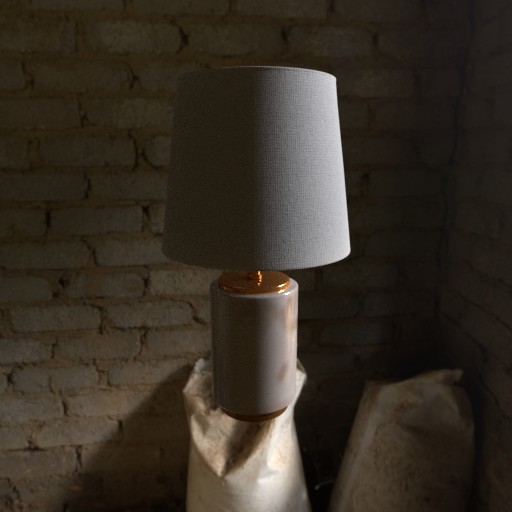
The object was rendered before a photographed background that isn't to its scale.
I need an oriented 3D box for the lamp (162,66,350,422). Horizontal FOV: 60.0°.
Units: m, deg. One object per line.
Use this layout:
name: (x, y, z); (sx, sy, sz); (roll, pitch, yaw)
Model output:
lamp: (0.000, 0.000, 0.458); (0.189, 0.340, 0.189); (0, 13, 0)
